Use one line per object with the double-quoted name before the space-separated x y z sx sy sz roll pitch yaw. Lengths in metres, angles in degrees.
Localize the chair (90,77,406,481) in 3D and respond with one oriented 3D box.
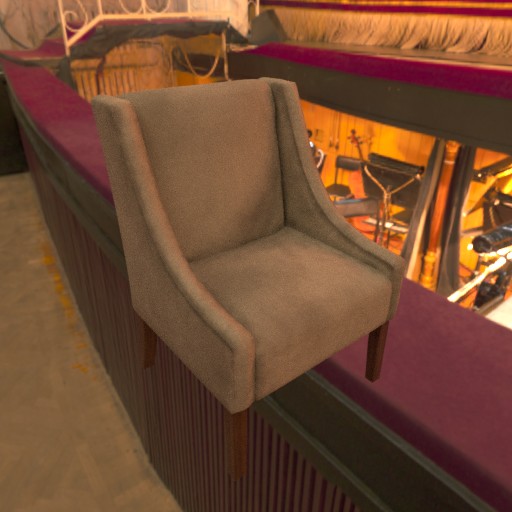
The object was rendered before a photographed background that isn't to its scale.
"chair" 0.000 0.000 1.302 0.629 0.895 0.629 -21 35 -33
